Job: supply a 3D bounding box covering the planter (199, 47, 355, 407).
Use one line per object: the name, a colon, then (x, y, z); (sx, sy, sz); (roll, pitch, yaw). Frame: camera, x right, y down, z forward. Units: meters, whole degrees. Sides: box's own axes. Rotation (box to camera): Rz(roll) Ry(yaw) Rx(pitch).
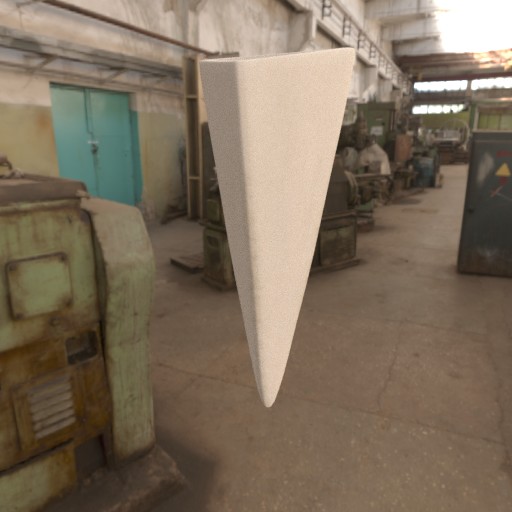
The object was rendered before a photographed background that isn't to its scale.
planter: (0.000, 0.000, 0.393); (0.143, 0.338, 0.065); (7, 17, 25)
